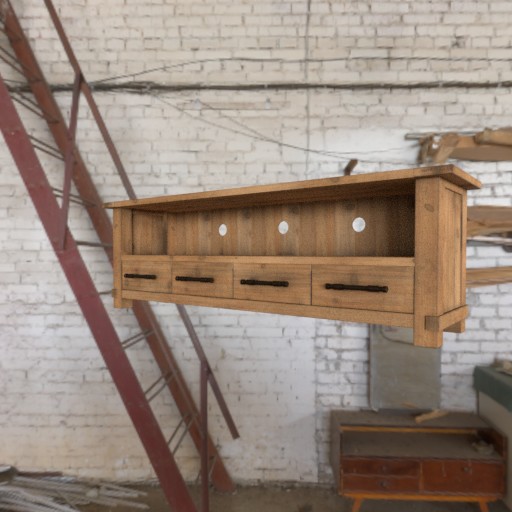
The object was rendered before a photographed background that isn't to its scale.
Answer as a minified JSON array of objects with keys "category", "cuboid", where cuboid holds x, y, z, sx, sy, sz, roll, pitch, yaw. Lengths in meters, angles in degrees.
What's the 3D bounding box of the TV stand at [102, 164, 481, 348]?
[{"category":"TV stand","cuboid":[0.000,0.000,2.049,1.804,0.573,0.453,0,1,37]}]
